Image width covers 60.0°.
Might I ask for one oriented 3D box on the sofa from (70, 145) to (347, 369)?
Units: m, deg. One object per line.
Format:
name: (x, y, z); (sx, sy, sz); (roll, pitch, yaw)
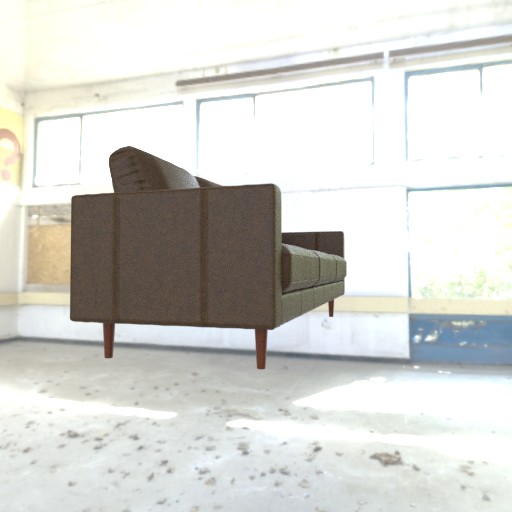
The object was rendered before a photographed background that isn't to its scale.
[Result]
sofa: (0.000, 0.000, 2.748); (0.903, 0.930, 2.231); (-1, -2, 18)
